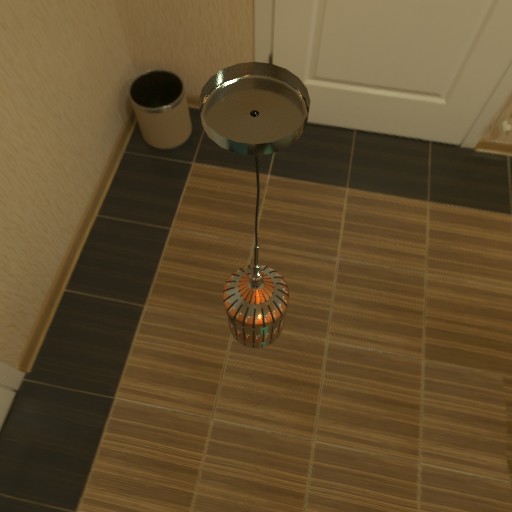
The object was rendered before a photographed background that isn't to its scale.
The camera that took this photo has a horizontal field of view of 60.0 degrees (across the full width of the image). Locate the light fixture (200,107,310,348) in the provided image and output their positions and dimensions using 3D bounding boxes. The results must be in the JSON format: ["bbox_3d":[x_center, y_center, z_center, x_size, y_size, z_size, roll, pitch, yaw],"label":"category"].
[{"bbox_3d":[0.000,0.000,1.671,0.303,1.535,0.303,0,63,0],"label":"light fixture"}]
